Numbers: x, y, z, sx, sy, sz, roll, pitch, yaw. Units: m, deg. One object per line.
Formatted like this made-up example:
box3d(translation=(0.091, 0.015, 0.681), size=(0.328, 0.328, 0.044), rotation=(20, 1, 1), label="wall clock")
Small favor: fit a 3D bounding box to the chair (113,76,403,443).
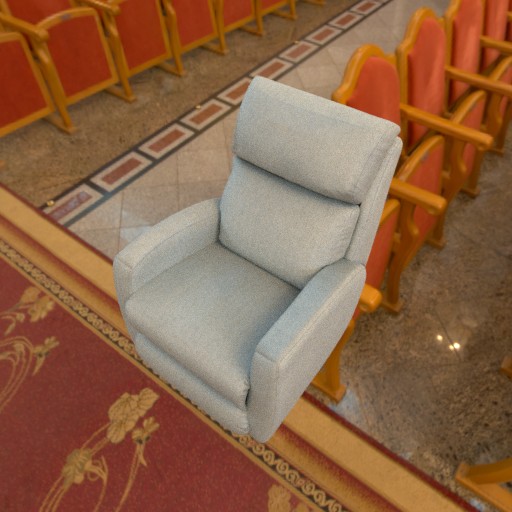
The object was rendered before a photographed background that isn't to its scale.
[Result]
box3d(translation=(0.000, 0.000, 1.723), size=(0.794, 1.016, 0.940), rotation=(29, 54, 25), label="chair")
